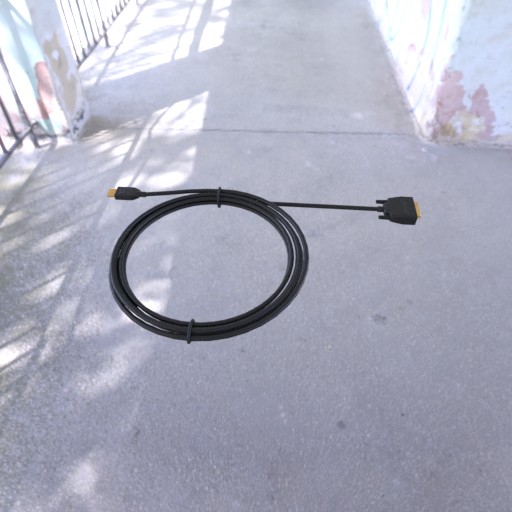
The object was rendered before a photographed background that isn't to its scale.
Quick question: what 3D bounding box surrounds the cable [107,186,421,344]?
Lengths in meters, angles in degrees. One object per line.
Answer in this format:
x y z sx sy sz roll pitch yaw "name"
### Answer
0.000 0.000 0.530 0.422 0.030 0.257 3 47 3 "cable"
